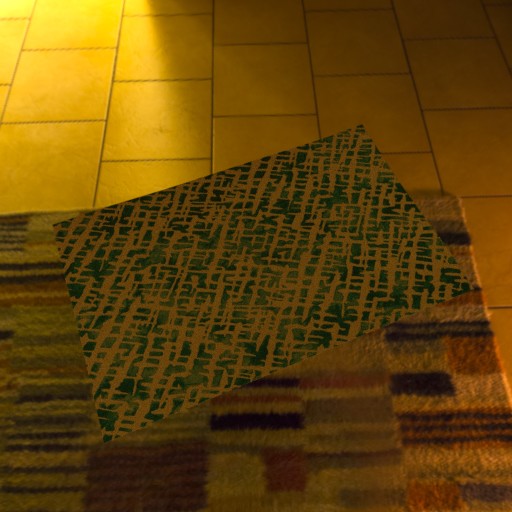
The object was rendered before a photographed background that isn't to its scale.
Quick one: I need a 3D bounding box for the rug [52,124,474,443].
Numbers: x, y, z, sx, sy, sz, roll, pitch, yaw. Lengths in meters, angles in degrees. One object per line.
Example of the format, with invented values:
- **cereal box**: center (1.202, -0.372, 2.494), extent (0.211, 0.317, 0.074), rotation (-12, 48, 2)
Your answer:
- **rug**: center (0.000, 0.000, 2.982), extent (2.447, 0.011, 1.520), rotation (-20, 65, -10)
